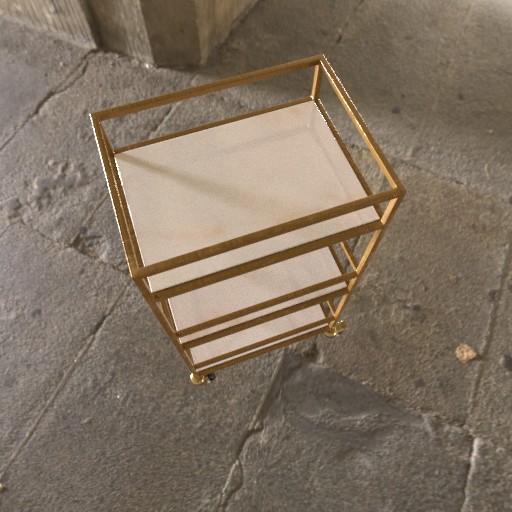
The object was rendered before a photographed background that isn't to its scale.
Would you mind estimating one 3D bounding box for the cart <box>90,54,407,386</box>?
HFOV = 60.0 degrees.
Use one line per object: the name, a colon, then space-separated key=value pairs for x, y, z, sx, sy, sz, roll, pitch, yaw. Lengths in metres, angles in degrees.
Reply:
cart: x=0.000 y=0.000 z=1.019 sx=0.483 sy=0.761 sz=0.332 roll=-18 pitch=65 yaw=-9
